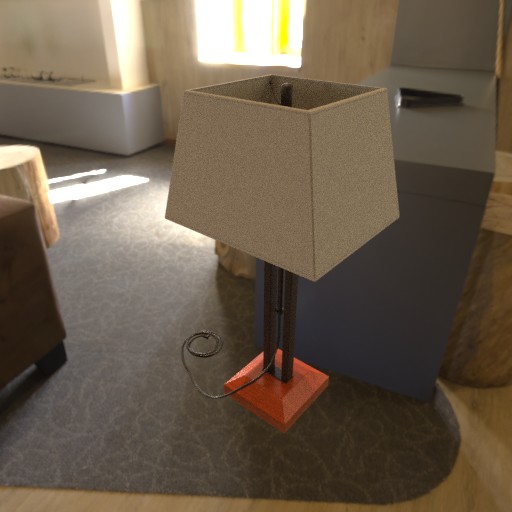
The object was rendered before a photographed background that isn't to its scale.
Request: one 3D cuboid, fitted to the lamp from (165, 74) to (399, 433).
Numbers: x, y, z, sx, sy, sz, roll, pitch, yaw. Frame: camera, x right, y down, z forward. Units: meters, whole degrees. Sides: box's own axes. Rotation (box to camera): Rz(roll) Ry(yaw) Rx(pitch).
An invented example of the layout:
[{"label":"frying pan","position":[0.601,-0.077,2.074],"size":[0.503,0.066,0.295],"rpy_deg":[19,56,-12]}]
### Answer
[{"label":"lamp","position":[0.000,0.000,0.985],"size":[0.498,0.737,0.310],"rpy_deg":[23,37,34]}]
